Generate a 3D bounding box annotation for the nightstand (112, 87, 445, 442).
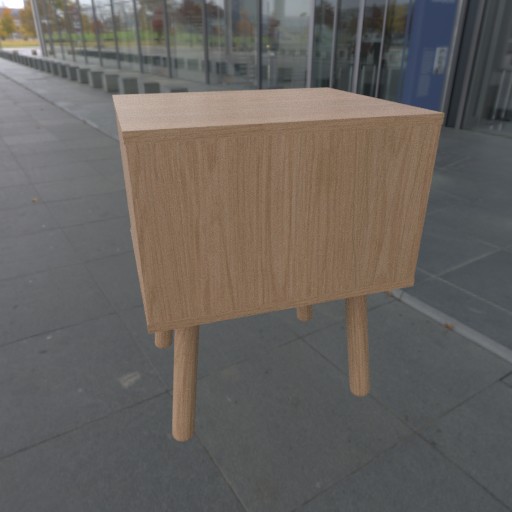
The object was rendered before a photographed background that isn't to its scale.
[{"bbox_3d":[0.000,0.000,0.867,0.450,0.571,0.380,-8,27,-16],"label":"nightstand"}]
